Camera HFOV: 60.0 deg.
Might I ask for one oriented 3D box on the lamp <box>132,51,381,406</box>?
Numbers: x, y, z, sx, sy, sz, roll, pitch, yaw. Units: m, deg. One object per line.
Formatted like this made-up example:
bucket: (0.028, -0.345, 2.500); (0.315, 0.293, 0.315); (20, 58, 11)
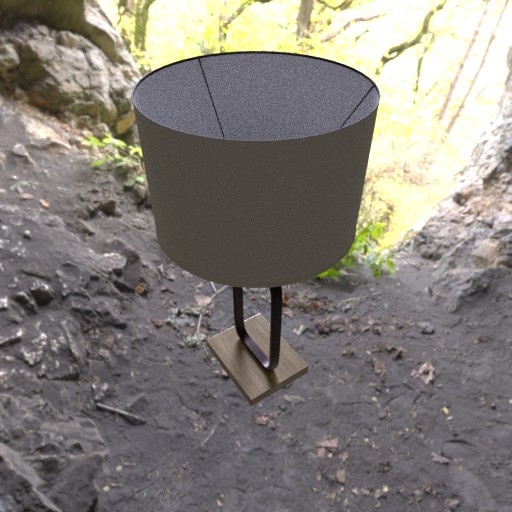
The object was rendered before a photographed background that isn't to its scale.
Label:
lamp: (0.000, 0.000, 0.670); (0.279, 0.508, 0.279); (-23, 46, -25)
